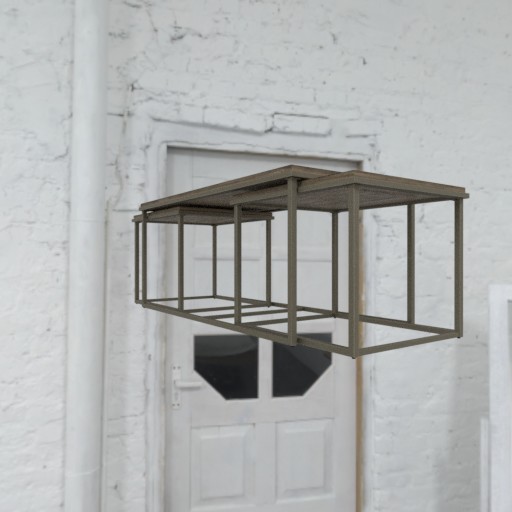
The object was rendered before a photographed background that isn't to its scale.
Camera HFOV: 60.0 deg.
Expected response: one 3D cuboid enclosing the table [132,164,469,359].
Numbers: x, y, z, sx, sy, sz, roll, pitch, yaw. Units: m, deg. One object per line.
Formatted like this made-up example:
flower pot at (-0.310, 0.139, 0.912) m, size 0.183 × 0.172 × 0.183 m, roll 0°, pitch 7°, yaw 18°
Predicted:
table at (0.000, 0.000, 1.562) m, size 0.489 × 0.427 × 1.312 m, roll 0°, pitch 0°, yaw -35°
